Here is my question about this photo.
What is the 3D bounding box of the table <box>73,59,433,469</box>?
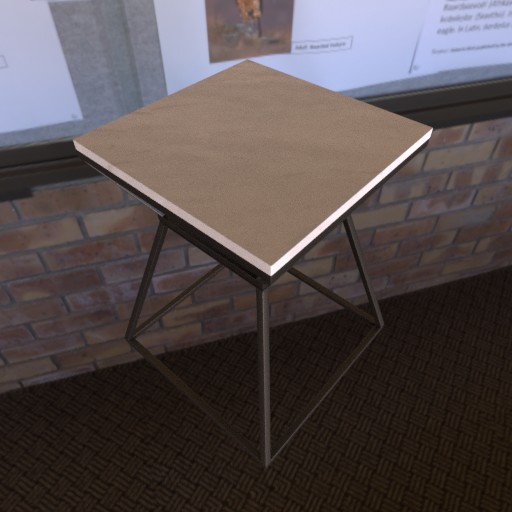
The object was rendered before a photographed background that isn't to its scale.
[{"bbox_3d":[0.000,0.000,0.902,0.455,0.559,0.455,33,54,27],"label":"table"}]
